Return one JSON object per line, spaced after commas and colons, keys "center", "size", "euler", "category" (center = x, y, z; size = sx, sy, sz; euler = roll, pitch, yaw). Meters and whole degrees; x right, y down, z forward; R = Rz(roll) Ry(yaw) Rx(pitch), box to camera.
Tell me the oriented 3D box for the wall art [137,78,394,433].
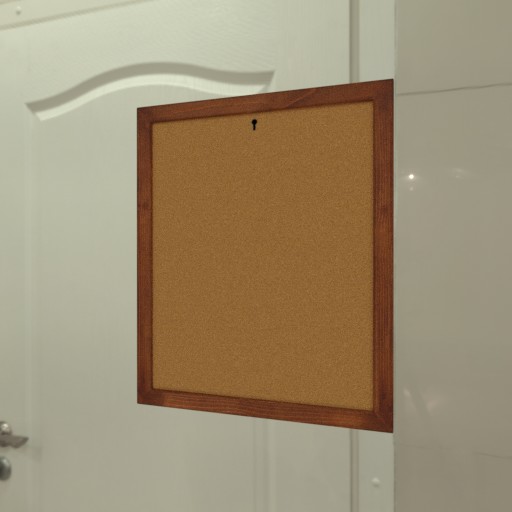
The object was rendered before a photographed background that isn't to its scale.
{"center": [0.000, 0.000, 0.779], "size": [0.462, 0.558, 0.030], "euler": [0, 0, 17], "category": "wall art"}
